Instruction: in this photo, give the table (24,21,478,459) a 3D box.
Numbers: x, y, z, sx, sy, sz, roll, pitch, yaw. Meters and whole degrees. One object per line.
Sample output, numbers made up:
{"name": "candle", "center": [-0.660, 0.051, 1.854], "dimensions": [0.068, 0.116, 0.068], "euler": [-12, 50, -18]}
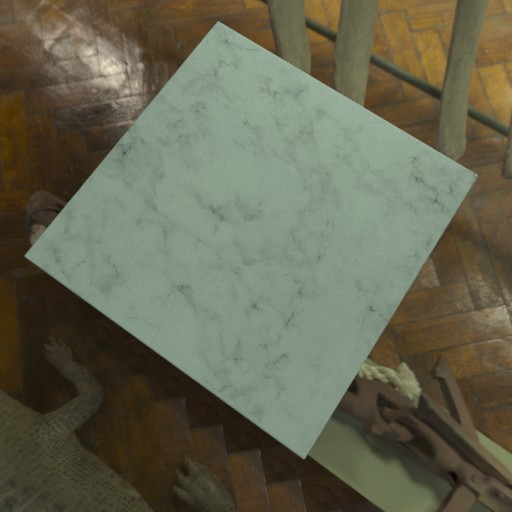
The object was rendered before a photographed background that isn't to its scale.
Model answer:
{"name": "table", "center": [0.000, 0.000, 0.852], "dimensions": [0.450, 0.500, 0.450], "euler": [34, 79, 7]}
